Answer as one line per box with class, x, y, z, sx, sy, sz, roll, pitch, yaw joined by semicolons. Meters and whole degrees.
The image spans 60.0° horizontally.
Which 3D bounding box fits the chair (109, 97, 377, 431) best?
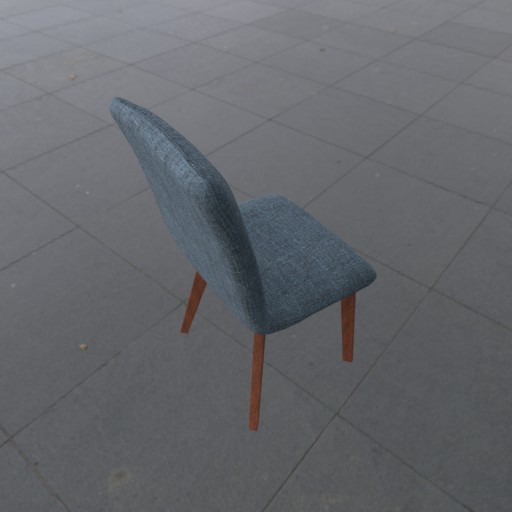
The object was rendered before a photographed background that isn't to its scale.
chair;0.000;0.000;1.334;0.563;0.974;0.522;-25;49;-25
